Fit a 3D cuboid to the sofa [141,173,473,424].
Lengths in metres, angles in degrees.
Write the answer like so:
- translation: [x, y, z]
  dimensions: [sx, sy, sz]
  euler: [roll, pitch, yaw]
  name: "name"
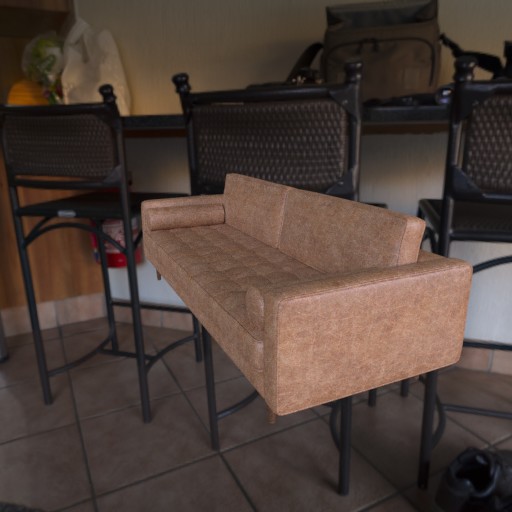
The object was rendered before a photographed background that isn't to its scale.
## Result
- translation: [0.000, 0.000, 2.581]
  dimensions: [0.919, 0.770, 2.200]
  euler: [-8, 18, -24]
  name: "sofa"
